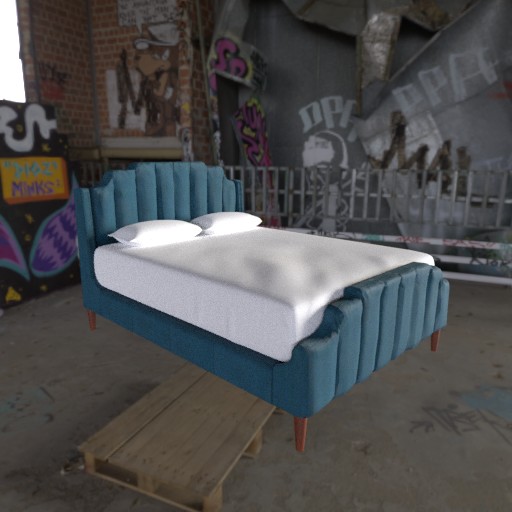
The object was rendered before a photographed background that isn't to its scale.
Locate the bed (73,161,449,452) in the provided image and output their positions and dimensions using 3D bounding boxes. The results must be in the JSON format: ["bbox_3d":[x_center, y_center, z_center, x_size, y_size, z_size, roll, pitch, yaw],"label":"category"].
[{"bbox_3d":[0.000,0.000,3.309,2.322,1.351,1.676,12,18,43],"label":"bed"}]
